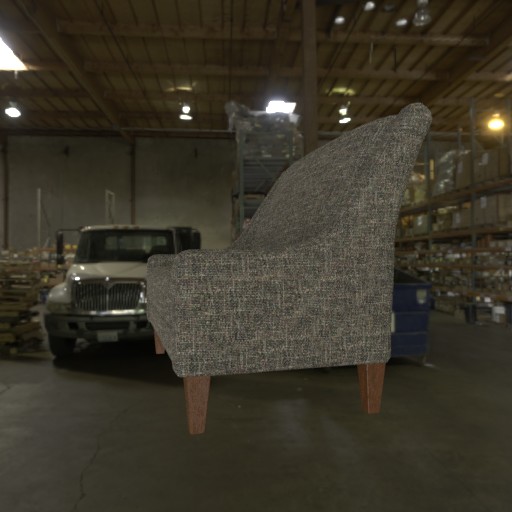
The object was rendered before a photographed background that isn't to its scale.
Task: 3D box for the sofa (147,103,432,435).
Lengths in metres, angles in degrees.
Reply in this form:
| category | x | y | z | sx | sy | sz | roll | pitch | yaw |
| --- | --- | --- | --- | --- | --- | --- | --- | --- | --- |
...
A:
| category | x | y | z | sx | sy | sz | roll | pitch | yaw |
| --- | --- | --- | --- | --- | --- | --- | --- | --- | --- |
| sofa | 0.000 | 0.000 | 1.921 | 0.870 | 1.021 | 1.242 | 0 | -1 | -17 |
